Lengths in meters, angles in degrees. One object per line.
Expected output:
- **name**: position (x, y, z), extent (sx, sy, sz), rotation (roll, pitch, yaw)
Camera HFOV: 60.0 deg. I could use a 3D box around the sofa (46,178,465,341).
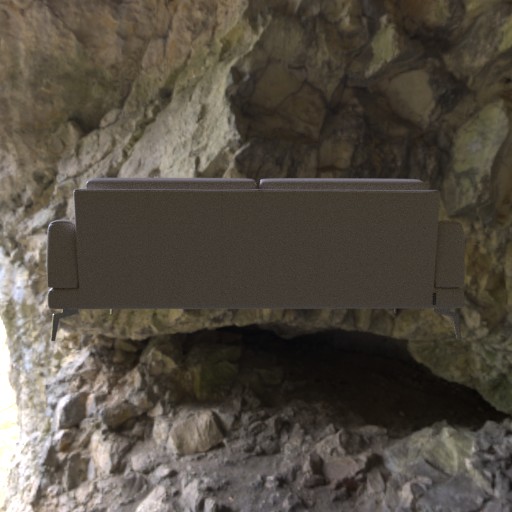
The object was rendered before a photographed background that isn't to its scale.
- **sofa**: position (0.000, 0.000, 2.440), extent (1.940, 0.765, 0.974), rotation (0, 0, -1)
